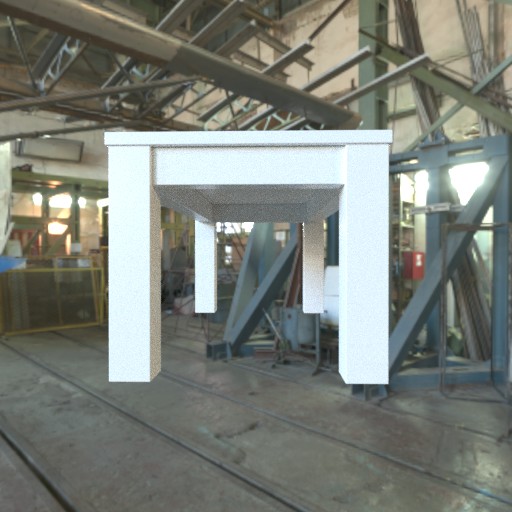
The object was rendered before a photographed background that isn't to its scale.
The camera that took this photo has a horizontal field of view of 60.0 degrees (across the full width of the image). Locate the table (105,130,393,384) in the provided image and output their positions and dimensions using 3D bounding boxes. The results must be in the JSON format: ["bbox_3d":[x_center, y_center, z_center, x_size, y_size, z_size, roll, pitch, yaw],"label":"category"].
[{"bbox_3d":[0.000,0.000,2.282,0.900,0.790,1.800,0,0,2],"label":"table"}]
